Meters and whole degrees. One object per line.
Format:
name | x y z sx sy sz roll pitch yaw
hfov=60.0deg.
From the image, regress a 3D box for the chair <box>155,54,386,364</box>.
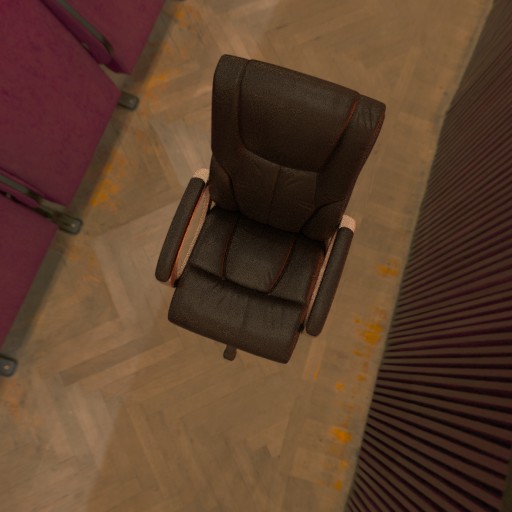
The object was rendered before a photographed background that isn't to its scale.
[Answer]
chair | 0.000 0.000 1.626 0.700 1.145 0.780 19 77 5
